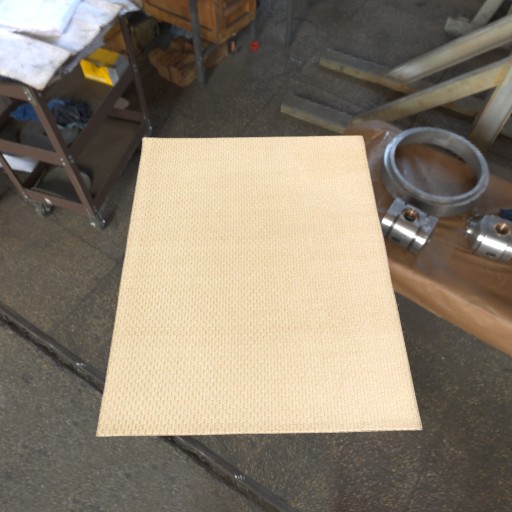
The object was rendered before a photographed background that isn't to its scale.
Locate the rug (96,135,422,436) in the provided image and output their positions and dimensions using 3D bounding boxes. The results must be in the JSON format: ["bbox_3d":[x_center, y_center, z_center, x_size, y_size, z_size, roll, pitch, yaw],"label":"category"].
[{"bbox_3d":[0.000,0.000,3.836,2.277,0.035,2.897,-1,59,-1],"label":"rug"}]
